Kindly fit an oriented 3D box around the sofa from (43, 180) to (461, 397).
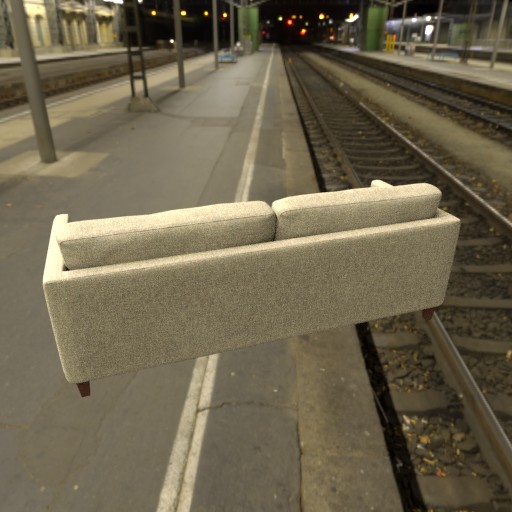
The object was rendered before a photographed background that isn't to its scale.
[{"bbox_3d":[0.000,0.000,2.912,2.434,0.951,0.948,-9,28,-17],"label":"sofa"}]
